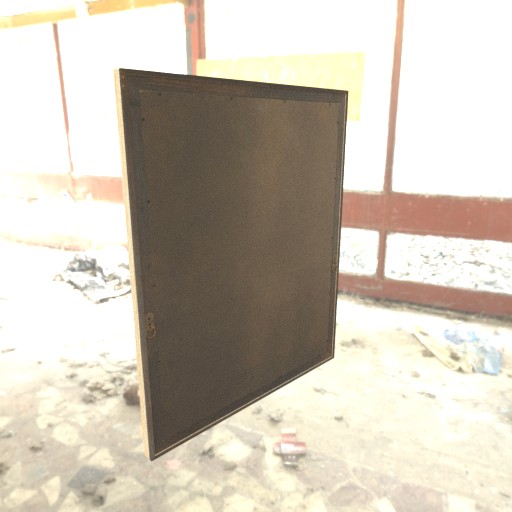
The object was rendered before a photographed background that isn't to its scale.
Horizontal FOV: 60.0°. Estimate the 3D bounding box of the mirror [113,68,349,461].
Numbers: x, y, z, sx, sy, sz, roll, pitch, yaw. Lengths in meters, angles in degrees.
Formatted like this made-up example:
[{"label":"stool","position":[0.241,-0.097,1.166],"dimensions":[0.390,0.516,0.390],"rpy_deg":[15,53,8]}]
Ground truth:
[{"label":"mirror","position":[0.000,0.000,1.203],"dimensions":[0.730,0.882,0.032],"rpy_deg":[-15,22,-42]}]
